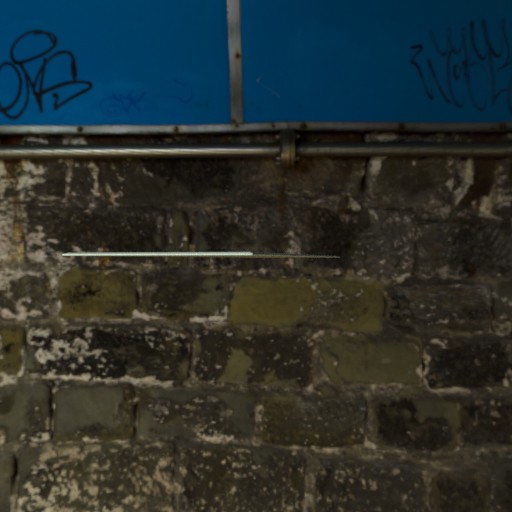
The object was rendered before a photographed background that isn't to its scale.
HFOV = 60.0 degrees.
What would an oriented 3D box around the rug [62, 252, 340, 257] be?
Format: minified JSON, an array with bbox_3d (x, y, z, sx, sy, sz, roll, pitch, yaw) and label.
[{"bbox_3d":[0.000,0.000,2.409,0.662,0.011,2.196,0,0,17],"label":"rug"}]
